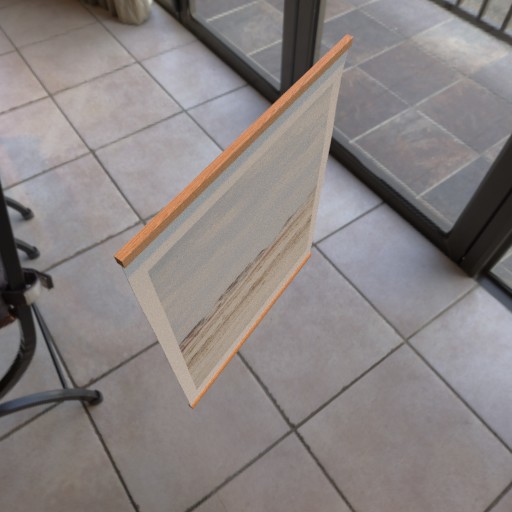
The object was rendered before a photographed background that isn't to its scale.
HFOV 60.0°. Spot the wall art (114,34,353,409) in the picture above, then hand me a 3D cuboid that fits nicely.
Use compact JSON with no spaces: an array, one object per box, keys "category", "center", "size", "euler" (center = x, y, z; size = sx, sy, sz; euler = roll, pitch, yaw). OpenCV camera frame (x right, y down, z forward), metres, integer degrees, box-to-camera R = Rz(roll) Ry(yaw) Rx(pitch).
[{"category":"wall art","center":[0.000,0.000,0.678],"size":[0.010,0.507,0.404],"euler":[31,63,18]}]
